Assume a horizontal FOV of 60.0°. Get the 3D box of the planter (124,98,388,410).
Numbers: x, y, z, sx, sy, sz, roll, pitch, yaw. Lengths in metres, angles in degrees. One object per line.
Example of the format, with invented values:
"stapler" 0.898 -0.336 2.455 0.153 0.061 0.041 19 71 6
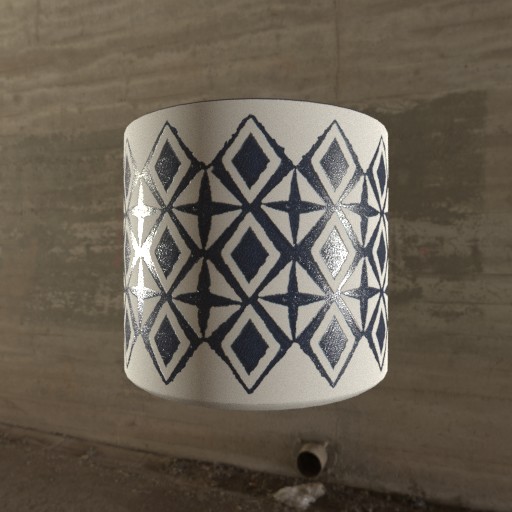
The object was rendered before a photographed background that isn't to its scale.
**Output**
"planter" 0.000 0.000 0.278 0.159 0.144 0.159 0 0 0
